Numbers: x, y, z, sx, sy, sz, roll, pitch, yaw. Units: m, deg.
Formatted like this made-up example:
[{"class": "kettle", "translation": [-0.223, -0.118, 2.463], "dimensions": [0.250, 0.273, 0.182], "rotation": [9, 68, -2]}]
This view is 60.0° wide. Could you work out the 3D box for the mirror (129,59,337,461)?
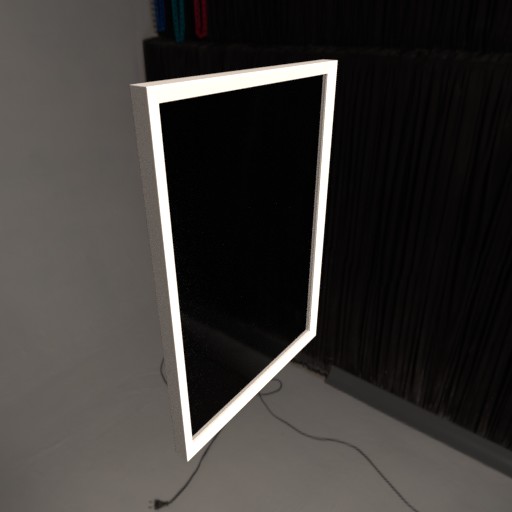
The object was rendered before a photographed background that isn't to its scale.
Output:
[{"class": "mirror", "translation": [0.000, 0.000, 0.912], "dimensions": [0.039, 0.710, 0.507], "rotation": [20, 34, 32]}]
